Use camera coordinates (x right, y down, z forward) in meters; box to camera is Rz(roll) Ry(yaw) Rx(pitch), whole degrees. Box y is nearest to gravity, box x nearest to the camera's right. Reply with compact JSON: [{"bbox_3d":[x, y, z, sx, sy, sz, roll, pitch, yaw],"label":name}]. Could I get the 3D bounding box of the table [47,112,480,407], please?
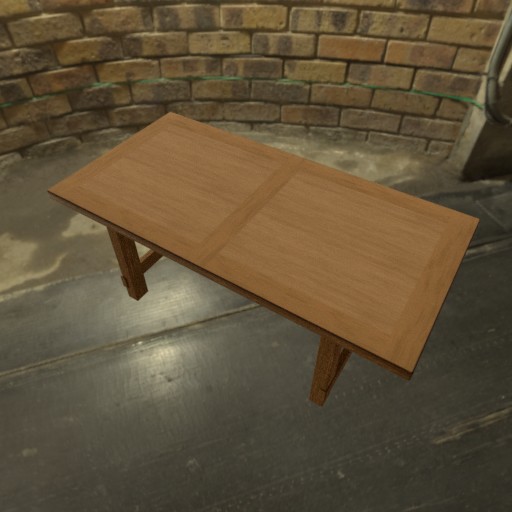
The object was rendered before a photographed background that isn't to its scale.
[{"bbox_3d":[0.000,0.000,2.528,1.982,0.762,1.000,25,51,22],"label":"table"}]
